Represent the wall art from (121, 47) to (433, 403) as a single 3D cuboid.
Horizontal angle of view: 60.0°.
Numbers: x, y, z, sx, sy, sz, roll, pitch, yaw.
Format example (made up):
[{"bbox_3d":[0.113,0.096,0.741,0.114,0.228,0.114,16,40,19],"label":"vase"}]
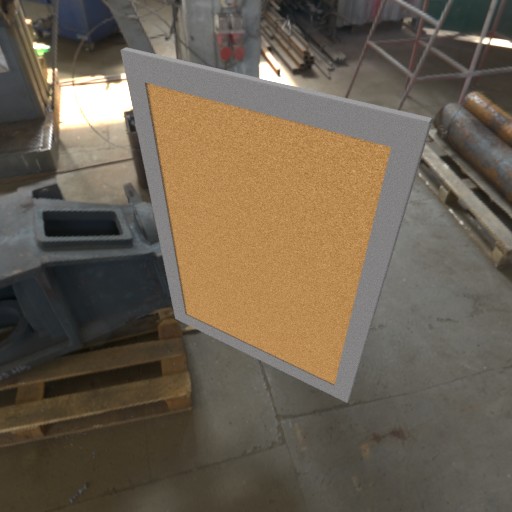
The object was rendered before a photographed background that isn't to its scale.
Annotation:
[{"bbox_3d":[0.000,0.000,0.660,0.374,0.529,0.012,21,48,21],"label":"wall art"}]
